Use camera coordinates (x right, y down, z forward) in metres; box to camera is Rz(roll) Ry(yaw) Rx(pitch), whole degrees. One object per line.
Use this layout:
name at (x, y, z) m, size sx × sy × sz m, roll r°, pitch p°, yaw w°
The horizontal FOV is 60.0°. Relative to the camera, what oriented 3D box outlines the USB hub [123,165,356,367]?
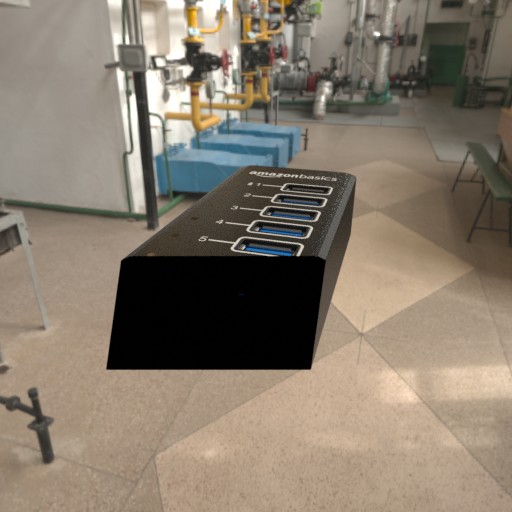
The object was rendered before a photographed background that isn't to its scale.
USB hub at (0.000, 0.000, 0.126) m, size 0.044 × 0.023 × 0.110 m, roll 8°, pitch 27°, yaw 15°
